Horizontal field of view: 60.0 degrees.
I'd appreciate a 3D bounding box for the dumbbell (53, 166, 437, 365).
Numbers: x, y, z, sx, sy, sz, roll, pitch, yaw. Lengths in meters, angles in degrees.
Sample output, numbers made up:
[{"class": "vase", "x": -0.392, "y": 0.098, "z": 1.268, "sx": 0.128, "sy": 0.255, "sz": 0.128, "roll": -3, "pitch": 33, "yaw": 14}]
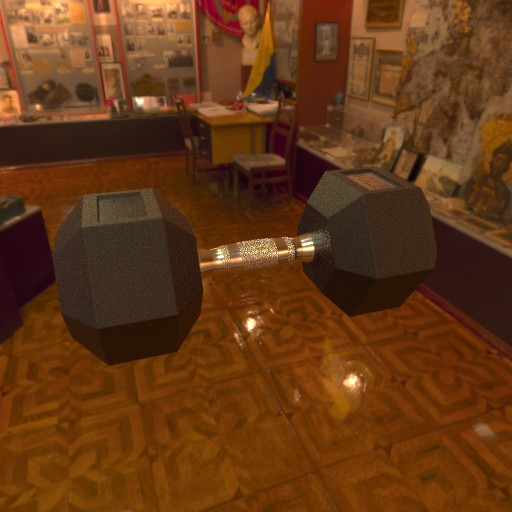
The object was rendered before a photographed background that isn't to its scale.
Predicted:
[{"class": "dumbbell", "x": 0.000, "y": 0.000, "z": 0.446, "sx": 0.361, "sy": 0.137, "sz": 0.157, "roll": -9, "pitch": 28, "yaw": -16}]
